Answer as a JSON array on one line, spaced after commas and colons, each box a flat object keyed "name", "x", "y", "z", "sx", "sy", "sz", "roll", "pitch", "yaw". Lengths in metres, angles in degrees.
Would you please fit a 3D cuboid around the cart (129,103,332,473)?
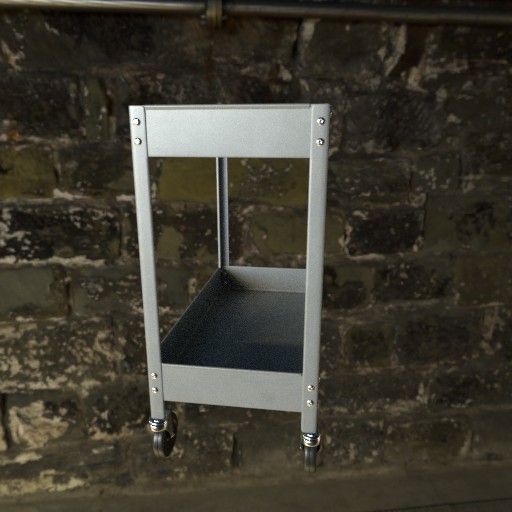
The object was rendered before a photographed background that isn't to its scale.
[{"name": "cart", "x": 0.000, "y": 0.000, "z": 1.176, "sx": 0.366, "sy": 0.719, "sz": 0.779, "roll": 2, "pitch": 16, "yaw": 8}]
